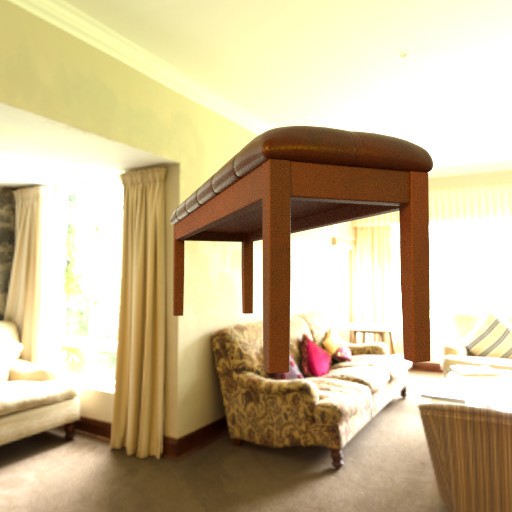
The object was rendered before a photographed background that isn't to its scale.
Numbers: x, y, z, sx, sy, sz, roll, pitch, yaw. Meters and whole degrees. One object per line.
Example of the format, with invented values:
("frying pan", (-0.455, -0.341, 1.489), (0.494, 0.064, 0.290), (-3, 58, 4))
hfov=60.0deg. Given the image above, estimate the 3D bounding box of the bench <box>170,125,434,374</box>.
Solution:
("bench", (0.000, 0.000, 1.474), (0.401, 0.491, 1.259), (1, -2, -19))
